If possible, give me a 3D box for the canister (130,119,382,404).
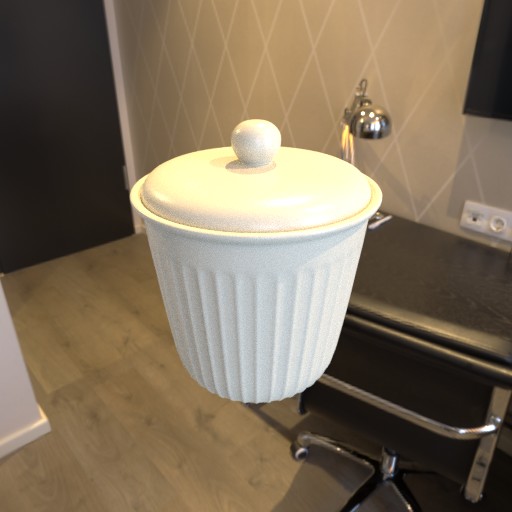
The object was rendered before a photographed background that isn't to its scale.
[{"bbox_3d":[0.000,0.000,0.354,0.181,0.211,0.181,0,27,0],"label":"canister"}]
